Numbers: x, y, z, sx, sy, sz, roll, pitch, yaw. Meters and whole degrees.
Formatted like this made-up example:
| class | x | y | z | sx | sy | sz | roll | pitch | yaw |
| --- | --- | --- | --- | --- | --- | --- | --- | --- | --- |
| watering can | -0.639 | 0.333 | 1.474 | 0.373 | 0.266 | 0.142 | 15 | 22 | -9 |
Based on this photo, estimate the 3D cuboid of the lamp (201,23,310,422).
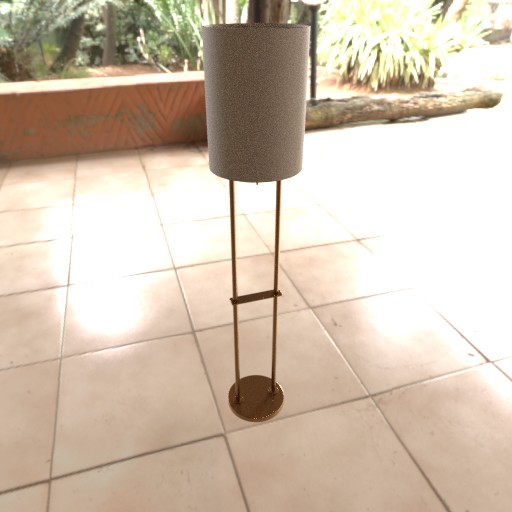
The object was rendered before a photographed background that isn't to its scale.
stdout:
| class | x | y | z | sx | sy | sz | roll | pitch | yaw |
| --- | --- | --- | --- | --- | --- | --- | --- | --- | --- |
| lamp | 0.000 | 0.000 | 1.625 | 0.306 | 1.500 | 0.305 | -10 | 32 | -16 |
